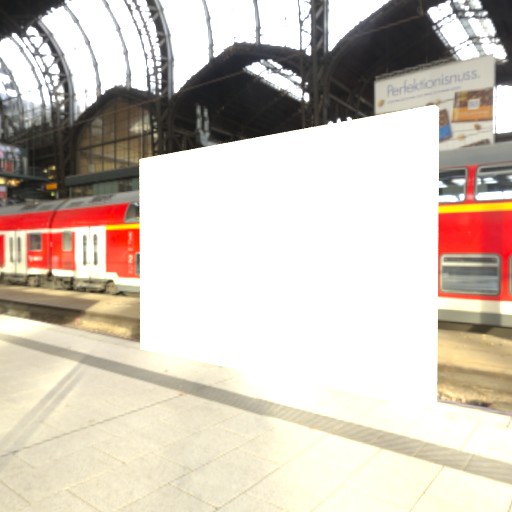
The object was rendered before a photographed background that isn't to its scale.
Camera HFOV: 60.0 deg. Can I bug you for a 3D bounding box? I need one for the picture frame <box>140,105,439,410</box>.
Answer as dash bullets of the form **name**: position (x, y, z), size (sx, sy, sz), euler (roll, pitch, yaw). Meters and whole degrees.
- **picture frame**: position (0.000, 0.000, 1.224), size (0.950, 0.640, 0.029), euler (1, 1, 36)
